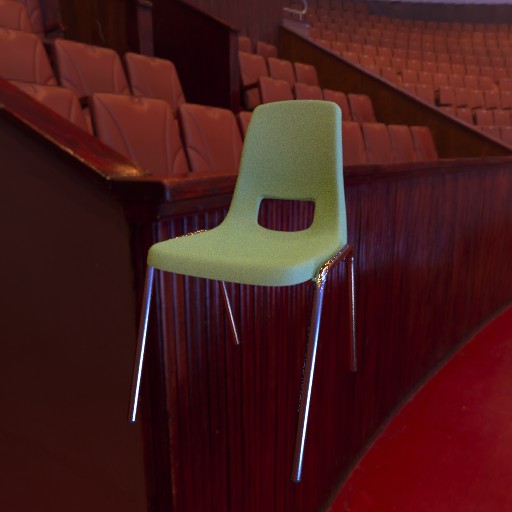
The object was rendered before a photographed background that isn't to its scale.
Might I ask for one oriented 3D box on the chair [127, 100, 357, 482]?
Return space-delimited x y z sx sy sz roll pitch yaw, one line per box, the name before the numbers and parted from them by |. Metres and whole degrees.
chair | 0.000 0.000 0.931 0.381 0.653 0.436 7 16 26
